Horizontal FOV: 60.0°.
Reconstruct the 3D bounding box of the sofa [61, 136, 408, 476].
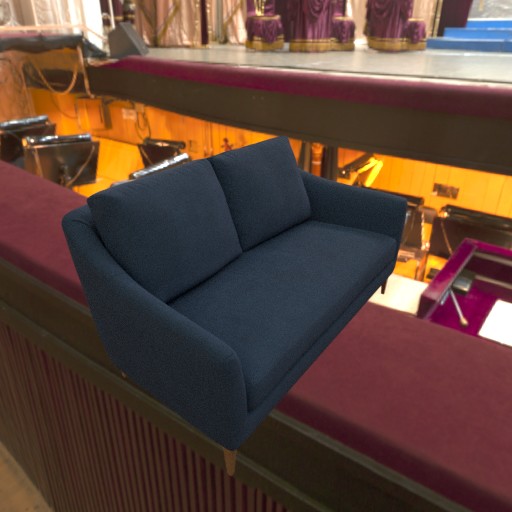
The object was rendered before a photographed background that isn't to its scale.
[{"bbox_3d":[0.000,0.000,2.170,0.960,0.902,1.619,18,33,31],"label":"sofa"}]
